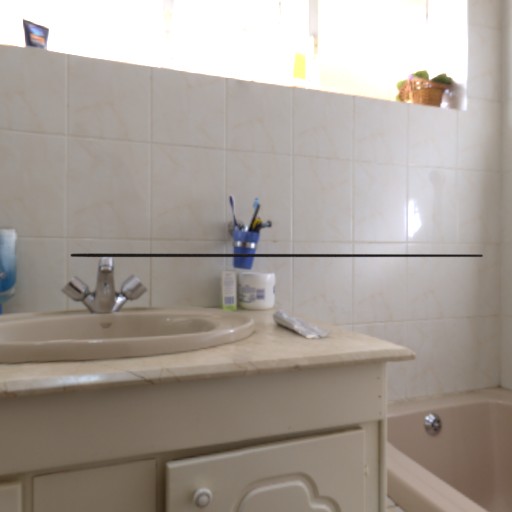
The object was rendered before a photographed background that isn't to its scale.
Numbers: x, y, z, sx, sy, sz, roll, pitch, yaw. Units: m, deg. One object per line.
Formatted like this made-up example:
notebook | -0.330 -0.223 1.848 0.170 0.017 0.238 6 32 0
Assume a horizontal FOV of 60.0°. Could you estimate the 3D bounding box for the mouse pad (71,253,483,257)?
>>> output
mouse pad | 0.000 0.000 0.433 0.315 0.002 0.269 0 0 -17
